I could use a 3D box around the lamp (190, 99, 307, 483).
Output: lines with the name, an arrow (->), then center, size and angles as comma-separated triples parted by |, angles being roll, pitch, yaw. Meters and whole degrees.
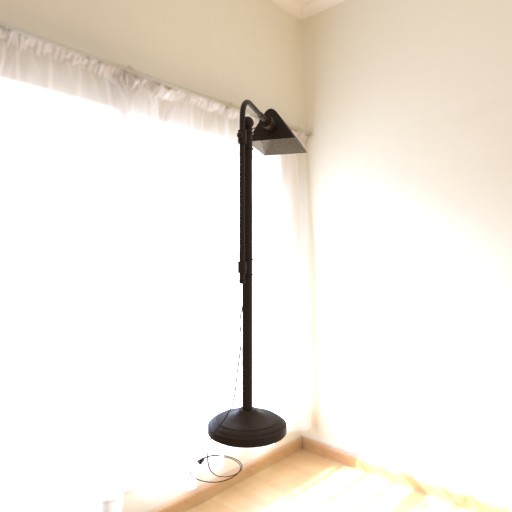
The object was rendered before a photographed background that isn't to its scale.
lamp -> 0.000, 0.000, 0.952 | 0.159, 0.708, 0.545 | 0, 0, 17
